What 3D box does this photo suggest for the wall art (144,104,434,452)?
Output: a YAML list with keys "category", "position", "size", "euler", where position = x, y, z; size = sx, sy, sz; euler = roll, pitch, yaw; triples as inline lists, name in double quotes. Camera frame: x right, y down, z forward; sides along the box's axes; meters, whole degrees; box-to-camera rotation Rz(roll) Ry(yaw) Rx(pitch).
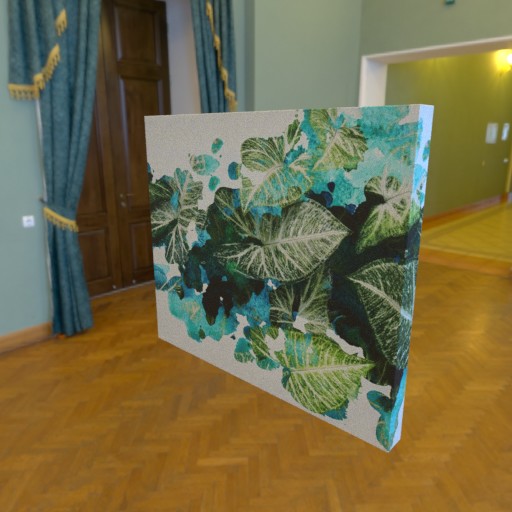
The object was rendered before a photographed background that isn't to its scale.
- category: "wall art"
  position: [0.000, 0.000, 0.704]
  size: [0.507, 0.435, 0.041]
  euler: [14, 21, 41]
